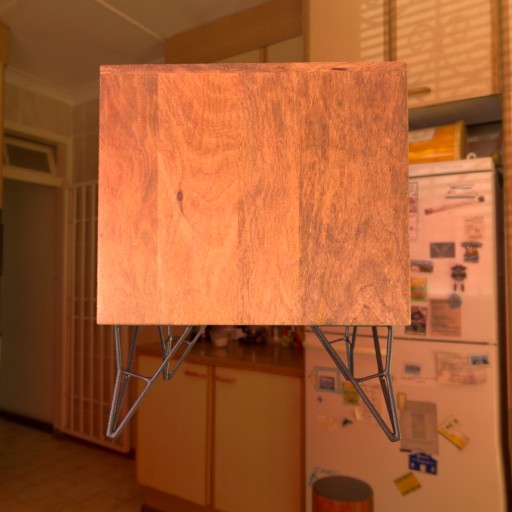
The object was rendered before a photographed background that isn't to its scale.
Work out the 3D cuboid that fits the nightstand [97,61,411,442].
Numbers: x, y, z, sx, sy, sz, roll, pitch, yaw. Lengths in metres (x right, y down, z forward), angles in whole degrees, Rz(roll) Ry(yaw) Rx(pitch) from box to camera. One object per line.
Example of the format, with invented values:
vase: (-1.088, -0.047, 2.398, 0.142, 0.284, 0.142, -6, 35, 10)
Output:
nightstand: (0.000, 0.000, 0.849, 0.457, 0.559, 0.406, 0, -2, 2)
